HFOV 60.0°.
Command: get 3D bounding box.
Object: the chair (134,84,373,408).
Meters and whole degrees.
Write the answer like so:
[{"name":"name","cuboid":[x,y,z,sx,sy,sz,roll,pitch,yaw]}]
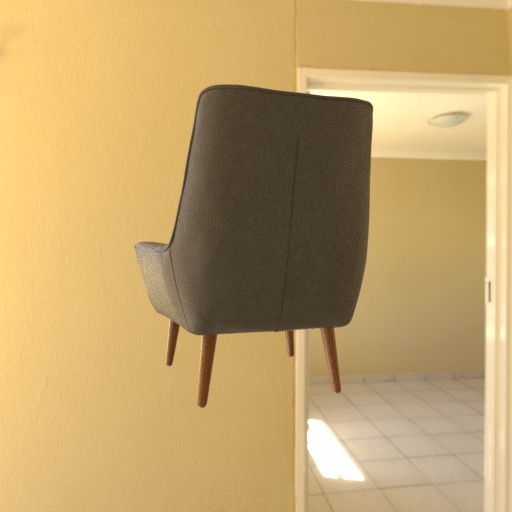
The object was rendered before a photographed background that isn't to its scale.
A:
[{"name":"chair","cuboid":[0.000,0.000,1.536,0.787,0.888,0.822,0,1,-17]}]
